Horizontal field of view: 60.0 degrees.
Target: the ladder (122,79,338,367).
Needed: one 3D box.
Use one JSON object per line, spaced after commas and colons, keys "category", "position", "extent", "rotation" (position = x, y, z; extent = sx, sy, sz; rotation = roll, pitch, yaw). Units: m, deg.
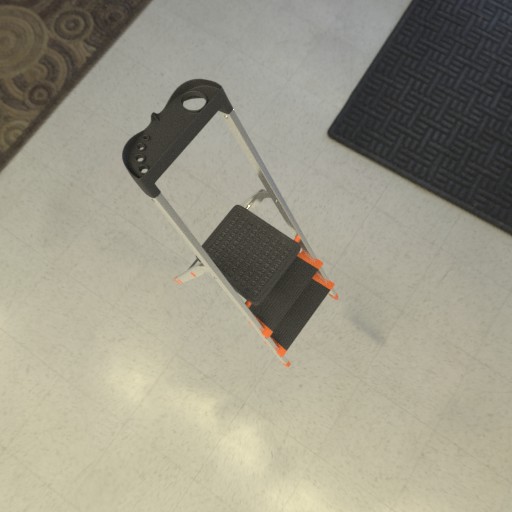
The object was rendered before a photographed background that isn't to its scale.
{"category": "ladder", "position": [0.000, 0.000, 1.544], "extent": [0.686, 1.229, 0.416], "rotation": [36, 78, 9]}
